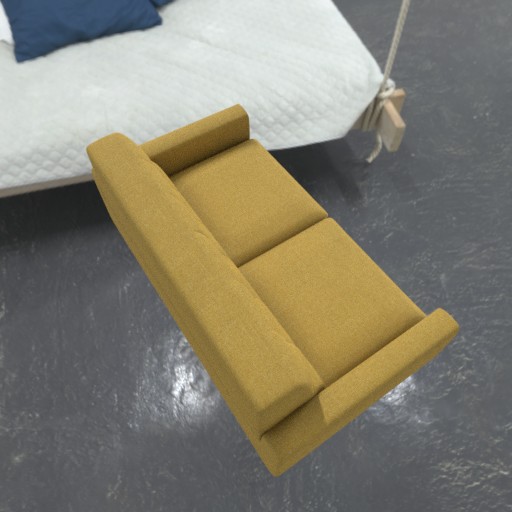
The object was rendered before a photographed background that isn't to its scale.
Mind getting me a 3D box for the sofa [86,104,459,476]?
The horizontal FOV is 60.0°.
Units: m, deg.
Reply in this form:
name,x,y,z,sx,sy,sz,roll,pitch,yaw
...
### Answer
name,x,y,z,sx,sy,sz,roll,pitch,yaw
sofa,0.000,0.000,2.098,0.909,0.841,1.631,-30,62,-18
